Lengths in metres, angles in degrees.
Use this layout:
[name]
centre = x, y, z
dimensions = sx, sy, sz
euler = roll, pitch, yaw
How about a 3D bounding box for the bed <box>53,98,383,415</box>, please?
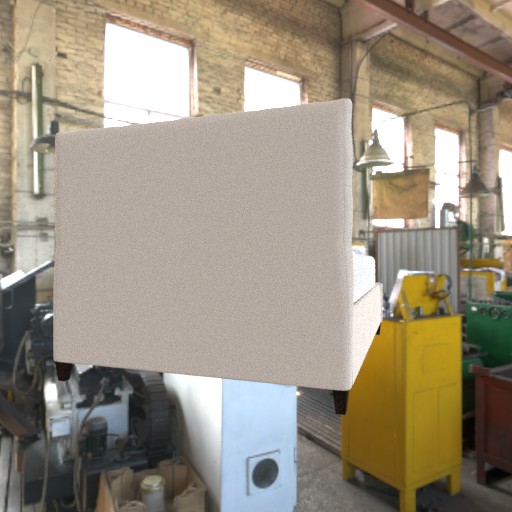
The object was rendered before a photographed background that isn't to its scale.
[bed]
centre = 0.000, 0.000, 3.290
dimensions = 1.696, 1.426, 2.233
euler = 0, 0, 20
